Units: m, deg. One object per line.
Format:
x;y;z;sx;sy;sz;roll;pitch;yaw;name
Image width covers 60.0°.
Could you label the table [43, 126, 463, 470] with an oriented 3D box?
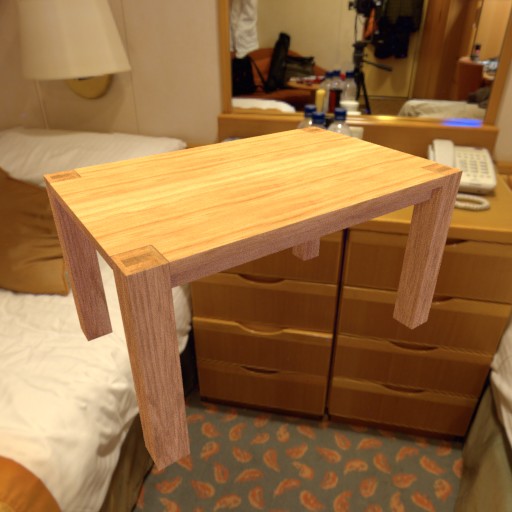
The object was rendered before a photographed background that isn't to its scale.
0.000;0.000;1.940;1.400;0.760;0.900;-19;35;-30;table
